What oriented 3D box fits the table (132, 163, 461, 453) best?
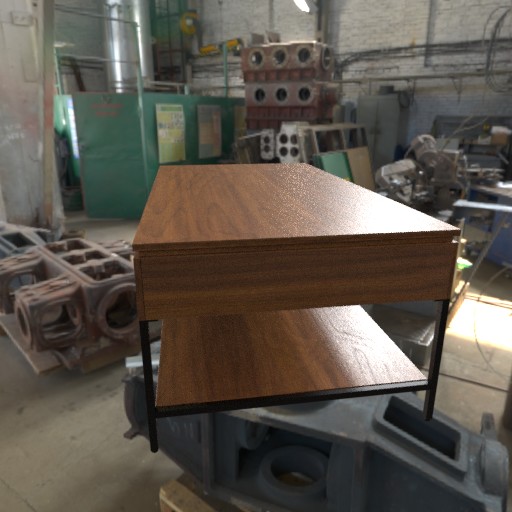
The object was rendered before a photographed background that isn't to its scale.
[{"bbox_3d":[0.000,0.000,1.311,0.574,0.414,1.057,-3,18,-9],"label":"table"}]
